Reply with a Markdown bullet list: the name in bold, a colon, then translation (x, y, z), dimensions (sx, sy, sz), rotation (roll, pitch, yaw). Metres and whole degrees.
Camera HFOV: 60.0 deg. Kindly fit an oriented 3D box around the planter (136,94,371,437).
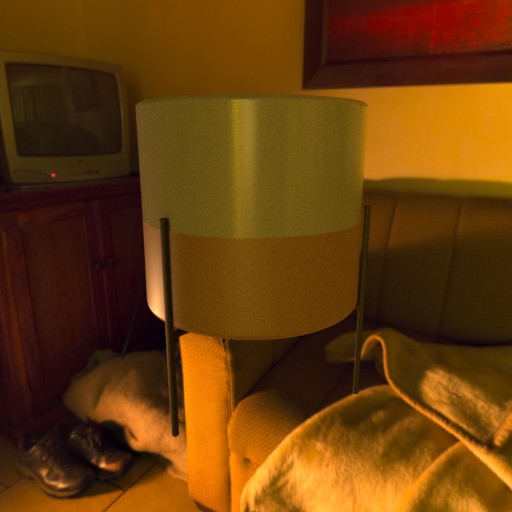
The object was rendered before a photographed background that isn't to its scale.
- **planter**: translation (0.000, 0.000, 0.737), dimensions (0.360, 0.480, 0.348), rotation (2, 15, 8)
